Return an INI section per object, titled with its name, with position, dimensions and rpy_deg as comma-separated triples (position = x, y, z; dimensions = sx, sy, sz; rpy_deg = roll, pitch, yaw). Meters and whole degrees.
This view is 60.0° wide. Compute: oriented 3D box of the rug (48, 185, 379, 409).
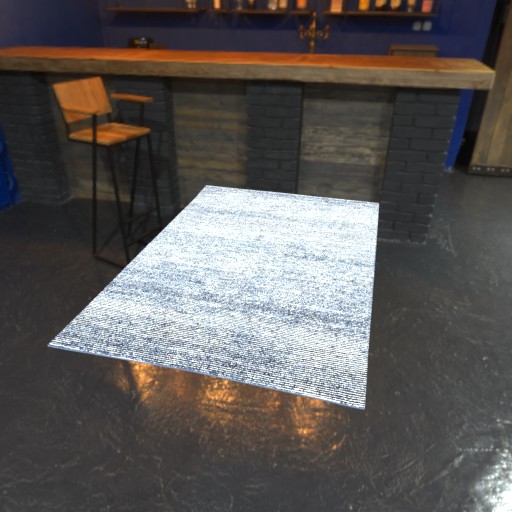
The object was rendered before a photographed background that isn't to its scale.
[rug]
position = 0.000, 0.000, 3.104
dimensions = 1.624, 0.030, 2.349
rpy_deg = 8, 31, 13
